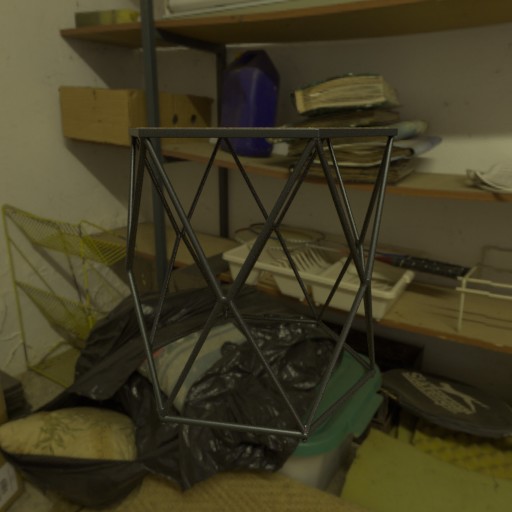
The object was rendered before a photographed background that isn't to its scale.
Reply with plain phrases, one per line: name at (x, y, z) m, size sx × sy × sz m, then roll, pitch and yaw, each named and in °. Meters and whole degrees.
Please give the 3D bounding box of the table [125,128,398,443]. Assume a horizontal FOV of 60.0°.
table at (0.000, 0.000, 1.015) m, size 0.578 × 0.564 × 0.579 m, roll 3°, pitch 16°, yaw 10°
